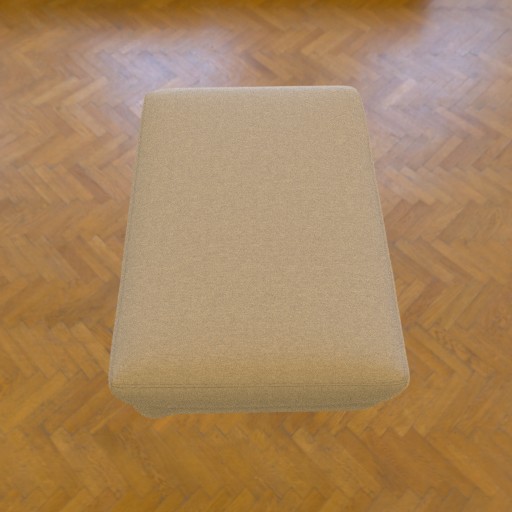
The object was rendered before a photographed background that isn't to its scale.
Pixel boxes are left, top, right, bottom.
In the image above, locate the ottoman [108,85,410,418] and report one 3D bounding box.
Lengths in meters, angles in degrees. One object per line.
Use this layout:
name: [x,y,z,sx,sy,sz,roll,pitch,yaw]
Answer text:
ottoman: [0.000,0.000,1.138,0.574,0.497,0.773,-1,63,0]
